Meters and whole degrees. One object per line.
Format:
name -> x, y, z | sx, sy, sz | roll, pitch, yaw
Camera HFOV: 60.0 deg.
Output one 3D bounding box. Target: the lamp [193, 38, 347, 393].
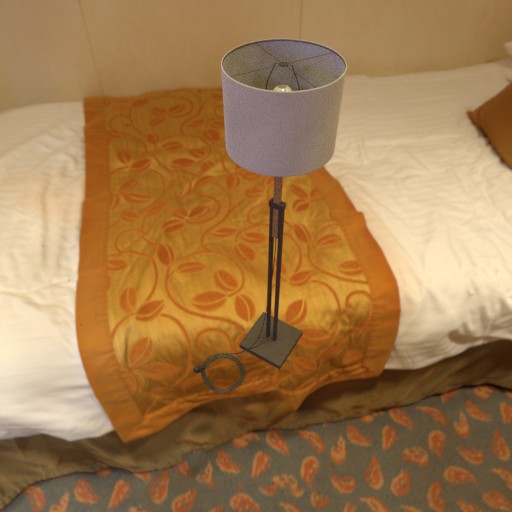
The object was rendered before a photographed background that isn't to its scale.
lamp -> 0.000, 0.000, 1.980 | 0.474, 1.650, 0.639 | 24, 51, 21
